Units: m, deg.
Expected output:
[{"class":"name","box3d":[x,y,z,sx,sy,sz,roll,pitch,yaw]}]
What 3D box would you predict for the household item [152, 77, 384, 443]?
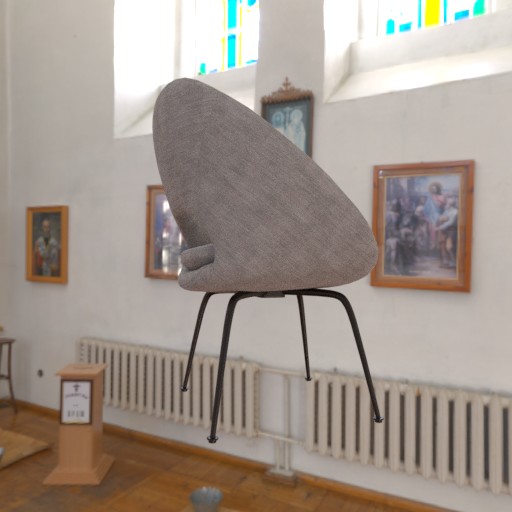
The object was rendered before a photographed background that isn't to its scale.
[{"class":"household item","box3d":[0.000,0.000,1.284,0.587,0.869,0.643,0,-1,-18]}]
